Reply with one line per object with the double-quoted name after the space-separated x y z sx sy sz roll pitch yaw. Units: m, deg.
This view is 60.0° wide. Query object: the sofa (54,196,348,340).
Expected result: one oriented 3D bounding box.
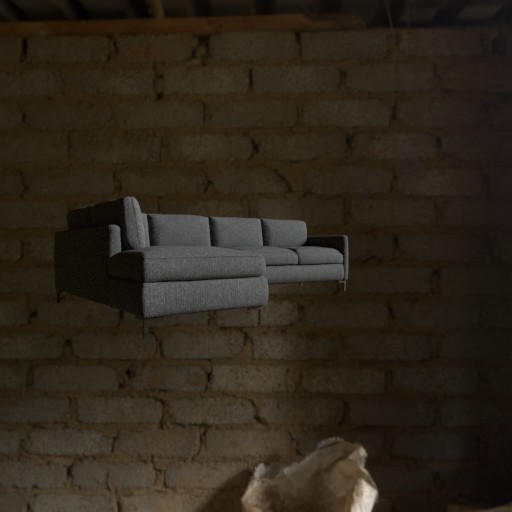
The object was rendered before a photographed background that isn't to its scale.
0.000 0.000 3.911 2.949 0.815 2.007 -1 1 -37 "sofa"
